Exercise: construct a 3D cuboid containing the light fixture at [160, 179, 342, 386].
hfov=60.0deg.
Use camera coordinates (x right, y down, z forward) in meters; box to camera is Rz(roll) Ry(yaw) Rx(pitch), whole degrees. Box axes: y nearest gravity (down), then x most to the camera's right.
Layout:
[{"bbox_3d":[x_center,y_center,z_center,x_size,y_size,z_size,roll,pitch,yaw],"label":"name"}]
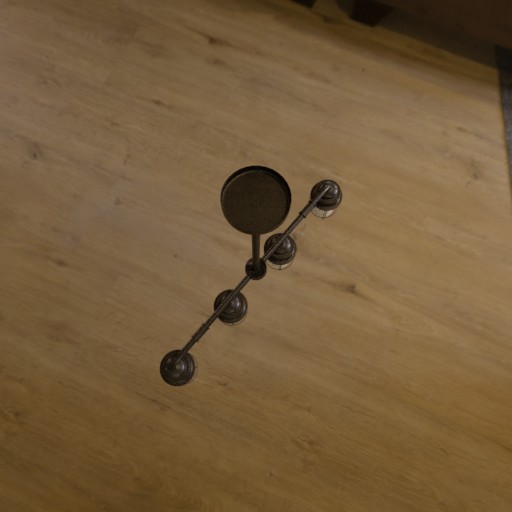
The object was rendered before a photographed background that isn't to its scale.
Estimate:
[{"bbox_3d":[0.000,0.000,1.192,0.131,0.785,0.852,39,78,10],"label":"light fixture"}]
